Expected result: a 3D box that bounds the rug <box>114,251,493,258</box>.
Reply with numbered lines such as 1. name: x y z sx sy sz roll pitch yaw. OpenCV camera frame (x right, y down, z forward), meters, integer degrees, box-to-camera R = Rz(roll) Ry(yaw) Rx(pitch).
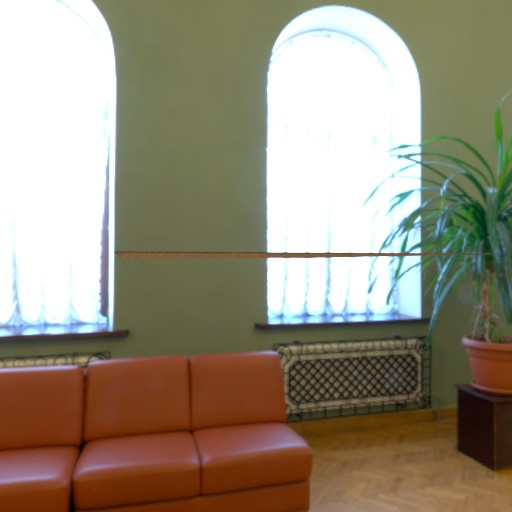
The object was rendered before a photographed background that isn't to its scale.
1. rug: 0.000 0.000 4.059 2.438 0.013 3.048 0 -1 -17
